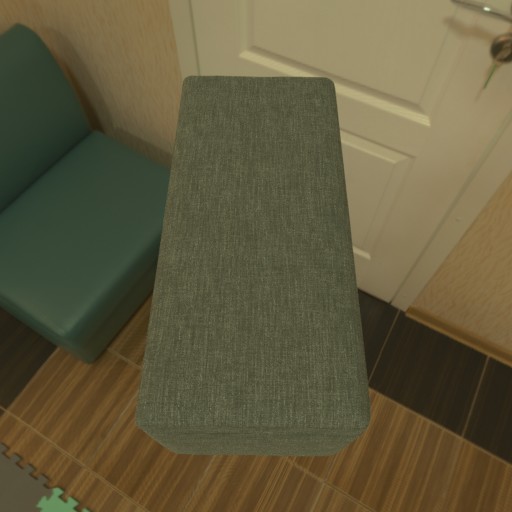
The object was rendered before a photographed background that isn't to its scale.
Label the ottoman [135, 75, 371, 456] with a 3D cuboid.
[{"bbox_3d":[0.000,0.000,1.118,0.419,0.432,0.902,1,60,0],"label":"ottoman"}]
